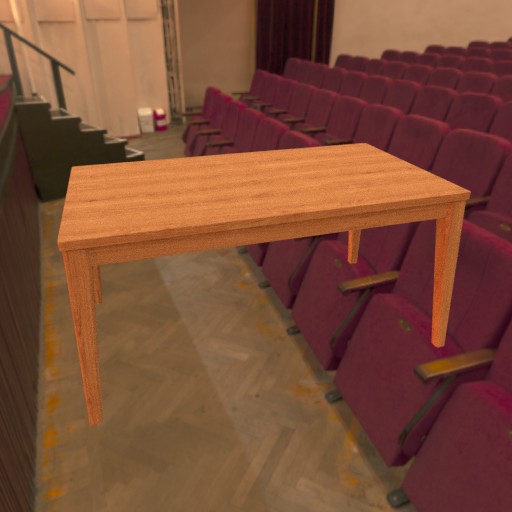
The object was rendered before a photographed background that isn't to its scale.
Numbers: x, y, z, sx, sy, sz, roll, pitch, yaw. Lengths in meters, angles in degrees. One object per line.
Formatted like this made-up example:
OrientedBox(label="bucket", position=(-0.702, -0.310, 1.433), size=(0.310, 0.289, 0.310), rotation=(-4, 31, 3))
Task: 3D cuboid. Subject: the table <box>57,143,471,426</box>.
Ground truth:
OrientedBox(label="table", position=(0.000, 0.000, 2.094), size=(1.600, 0.760, 0.900), rotation=(-8, 29, -15))
